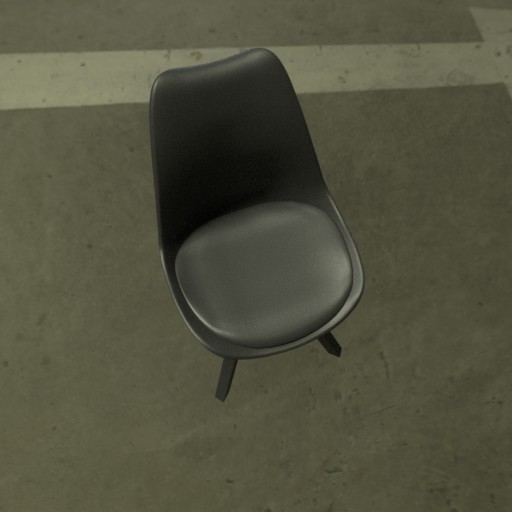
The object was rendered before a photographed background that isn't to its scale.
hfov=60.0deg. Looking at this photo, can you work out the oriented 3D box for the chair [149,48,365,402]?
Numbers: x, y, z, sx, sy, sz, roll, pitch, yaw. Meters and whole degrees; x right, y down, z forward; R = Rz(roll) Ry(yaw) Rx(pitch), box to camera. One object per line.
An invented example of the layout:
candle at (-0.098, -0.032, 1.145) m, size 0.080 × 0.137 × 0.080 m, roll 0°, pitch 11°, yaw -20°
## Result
chair at (0.000, 0.000, 1.196) m, size 0.485 × 0.850 × 0.550 m, roll -18°, pitch 64°, yaw -9°
